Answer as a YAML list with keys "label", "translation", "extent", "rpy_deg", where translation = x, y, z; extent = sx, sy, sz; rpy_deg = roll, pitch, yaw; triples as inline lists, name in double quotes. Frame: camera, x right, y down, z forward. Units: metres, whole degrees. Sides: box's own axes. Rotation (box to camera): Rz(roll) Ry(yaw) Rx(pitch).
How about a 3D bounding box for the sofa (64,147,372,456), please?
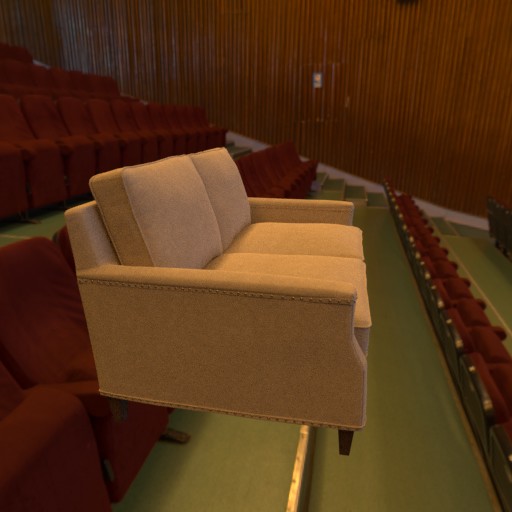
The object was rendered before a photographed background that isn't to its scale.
- label: "sofa"
  translation: [0.000, 0.000, 2.232]
  extent: [1.084, 1.002, 1.597]
  rpy_deg: [3, 18, 11]
